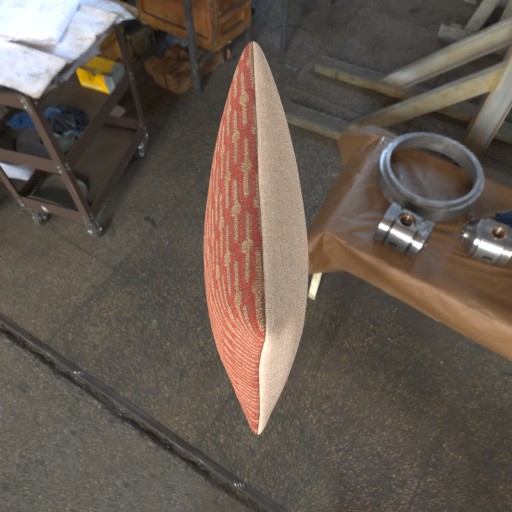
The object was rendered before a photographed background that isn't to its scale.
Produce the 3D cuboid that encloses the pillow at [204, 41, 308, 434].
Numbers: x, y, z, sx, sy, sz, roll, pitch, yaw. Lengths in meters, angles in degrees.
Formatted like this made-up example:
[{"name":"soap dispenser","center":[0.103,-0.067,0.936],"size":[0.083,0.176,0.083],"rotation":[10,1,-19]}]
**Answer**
[{"name":"pillow","center":[0.000,0.000,0.791],"size":[0.182,0.503,0.511],"rotation":[-1,58,-1]}]
